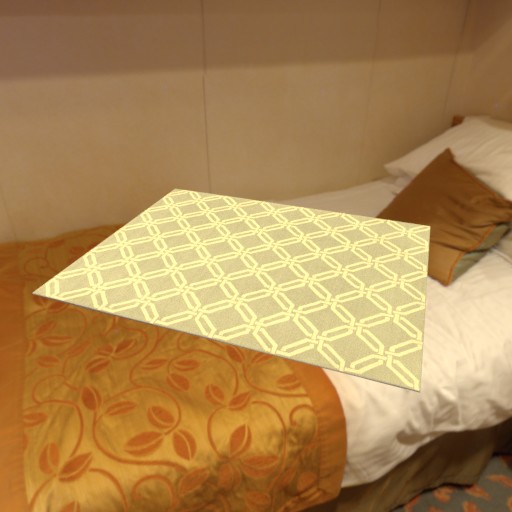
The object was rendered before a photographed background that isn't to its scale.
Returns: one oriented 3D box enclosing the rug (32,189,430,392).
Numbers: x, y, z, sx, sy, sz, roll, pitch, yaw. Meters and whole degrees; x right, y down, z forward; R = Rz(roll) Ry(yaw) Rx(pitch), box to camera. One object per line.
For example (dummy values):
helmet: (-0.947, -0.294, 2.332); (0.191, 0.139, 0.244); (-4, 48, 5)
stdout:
rug: (0.000, 0.000, 3.959); (2.895, 0.018, 2.288); (11, 32, 17)
